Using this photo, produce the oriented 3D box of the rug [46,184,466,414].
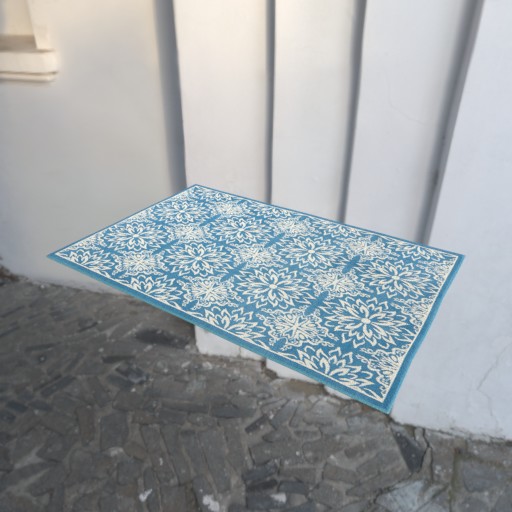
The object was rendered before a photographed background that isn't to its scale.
[{"bbox_3d":[0.000,0.000,3.502,2.769,0.018,1.830,19,35,28],"label":"rug"}]
